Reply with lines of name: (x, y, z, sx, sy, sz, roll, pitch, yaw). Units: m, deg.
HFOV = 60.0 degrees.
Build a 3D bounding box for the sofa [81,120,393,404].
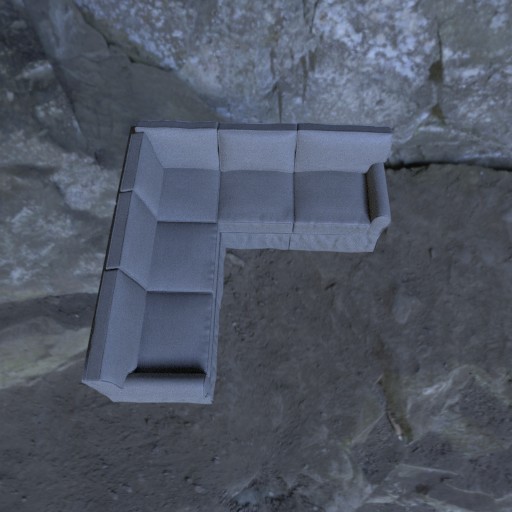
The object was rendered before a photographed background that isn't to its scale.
sofa: (0.000, 0.000, 4.198, 2.623, 1.081, 2.618, 1, 64, 1)
